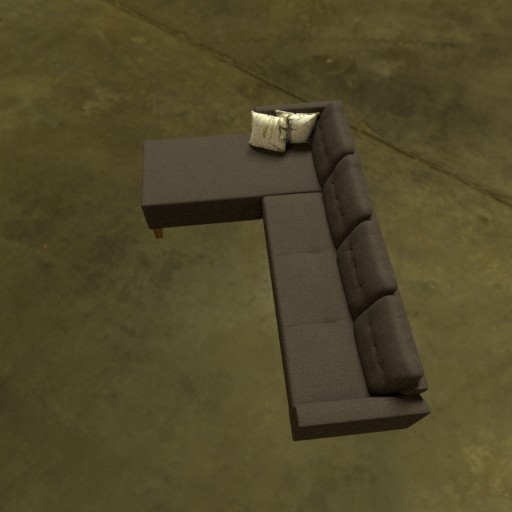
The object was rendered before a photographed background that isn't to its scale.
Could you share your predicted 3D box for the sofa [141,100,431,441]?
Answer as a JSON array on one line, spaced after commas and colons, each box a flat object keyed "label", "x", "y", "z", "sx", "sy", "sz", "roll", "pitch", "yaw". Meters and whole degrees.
[{"label": "sofa", "x": 0.000, "y": 0.000, "z": 3.472, "sx": 1.829, "sy": 0.932, "sz": 2.679, "roll": -5, "pitch": 59, "yaw": -3}]
